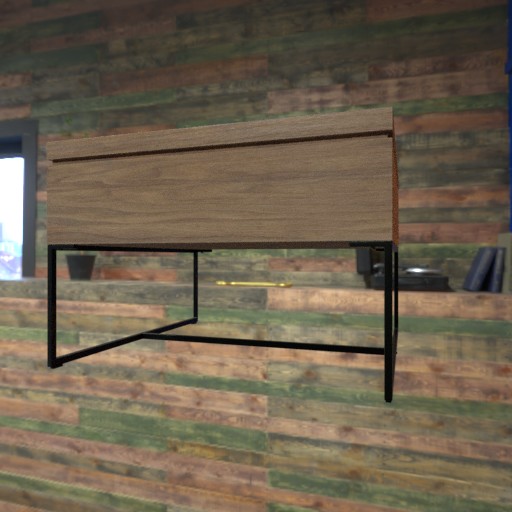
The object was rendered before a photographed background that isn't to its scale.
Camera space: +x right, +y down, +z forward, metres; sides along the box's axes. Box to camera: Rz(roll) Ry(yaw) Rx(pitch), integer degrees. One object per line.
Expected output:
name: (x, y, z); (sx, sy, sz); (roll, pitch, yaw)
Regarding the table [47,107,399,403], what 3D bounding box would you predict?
table: (0.000, 0.000, 1.118); (0.679, 0.464, 0.676); (0, 0, 19)
